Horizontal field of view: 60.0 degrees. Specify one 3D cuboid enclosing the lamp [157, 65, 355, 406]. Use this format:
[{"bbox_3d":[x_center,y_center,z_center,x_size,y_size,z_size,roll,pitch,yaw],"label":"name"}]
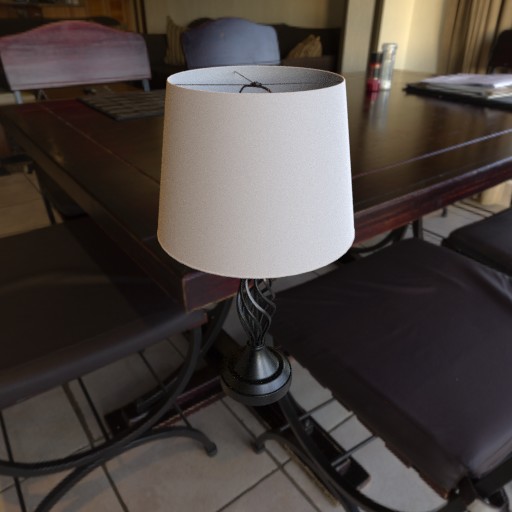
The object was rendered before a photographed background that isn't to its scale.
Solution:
[{"bbox_3d":[0.000,0.000,0.786,0.331,0.594,0.331,0,30,0],"label":"lamp"}]
